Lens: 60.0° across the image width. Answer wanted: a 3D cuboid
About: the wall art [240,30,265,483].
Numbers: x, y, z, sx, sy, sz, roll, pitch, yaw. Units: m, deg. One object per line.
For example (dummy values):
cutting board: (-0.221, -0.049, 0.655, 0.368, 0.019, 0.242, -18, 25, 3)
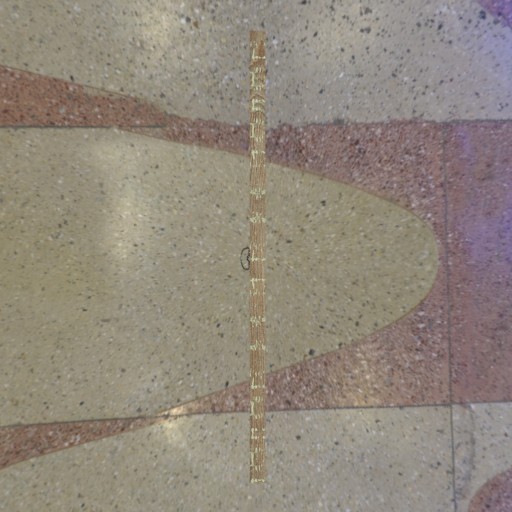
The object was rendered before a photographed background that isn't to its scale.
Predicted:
wall art: (0.000, 0.000, 0.562, 0.022, 0.380, 0.380, 0, 90, 1)
